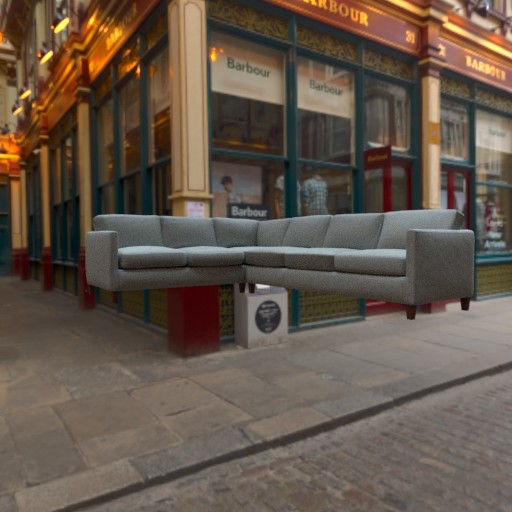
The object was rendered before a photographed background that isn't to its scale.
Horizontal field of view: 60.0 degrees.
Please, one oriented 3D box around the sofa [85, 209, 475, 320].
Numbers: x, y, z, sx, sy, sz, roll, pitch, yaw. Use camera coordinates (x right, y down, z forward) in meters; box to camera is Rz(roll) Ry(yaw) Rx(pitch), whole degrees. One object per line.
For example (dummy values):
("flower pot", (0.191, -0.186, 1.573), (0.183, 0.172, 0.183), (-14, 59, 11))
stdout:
("sofa", (0.000, 0.000, 4.563), (2.592, 0.947, 3.301), (-1, 2, -36))
